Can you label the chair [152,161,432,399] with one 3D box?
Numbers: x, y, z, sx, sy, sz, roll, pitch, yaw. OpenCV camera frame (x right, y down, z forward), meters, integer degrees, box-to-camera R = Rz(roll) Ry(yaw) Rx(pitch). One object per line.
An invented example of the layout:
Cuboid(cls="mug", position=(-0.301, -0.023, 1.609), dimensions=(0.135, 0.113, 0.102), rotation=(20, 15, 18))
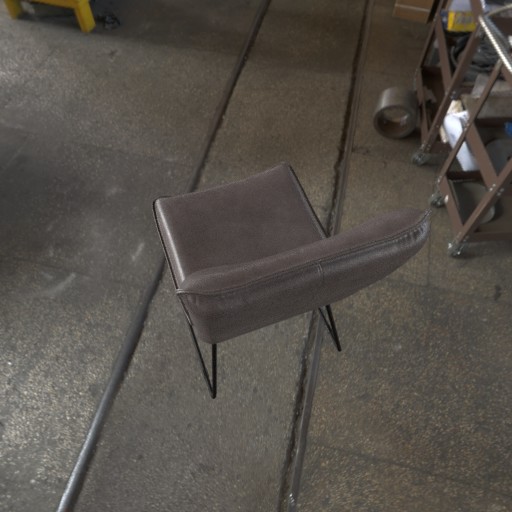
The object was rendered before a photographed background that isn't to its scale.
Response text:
Cuboid(cls="chair", position=(0.000, 0.000, 1.331), dimensions=(0.515, 0.932, 0.688), rotation=(-18, 59, -11))
